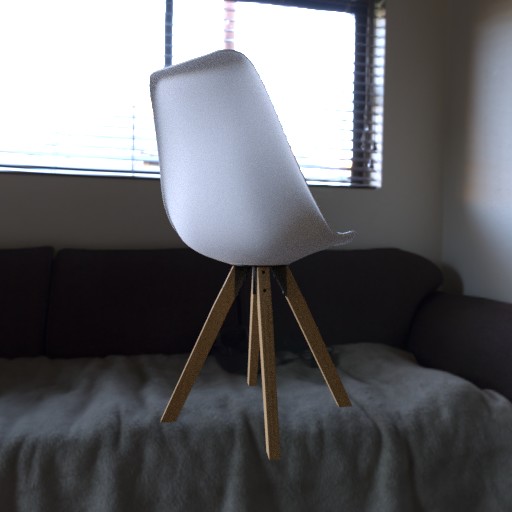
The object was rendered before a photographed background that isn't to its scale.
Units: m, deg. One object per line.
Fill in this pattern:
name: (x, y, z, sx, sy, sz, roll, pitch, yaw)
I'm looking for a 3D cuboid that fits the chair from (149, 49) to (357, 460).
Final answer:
chair: (0.000, 0.000, 1.169, 0.485, 0.849, 0.550, 1, 2, 35)
